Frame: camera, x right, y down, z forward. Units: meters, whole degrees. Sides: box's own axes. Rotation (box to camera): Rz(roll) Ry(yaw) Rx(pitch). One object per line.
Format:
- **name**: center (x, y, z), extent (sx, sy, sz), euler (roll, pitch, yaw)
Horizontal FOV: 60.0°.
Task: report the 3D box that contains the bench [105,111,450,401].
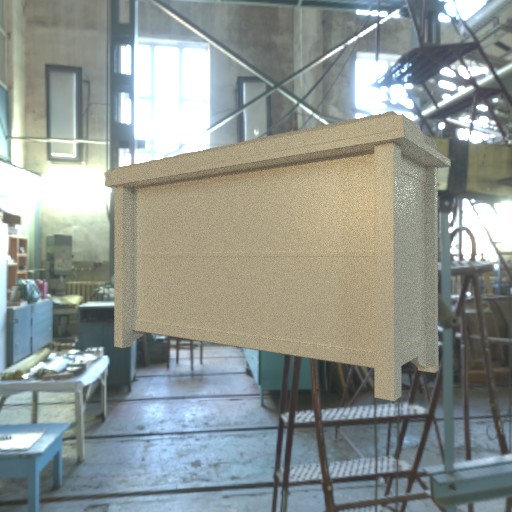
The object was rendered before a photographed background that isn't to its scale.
- **bench**: center (0.000, 0.000, 1.294), extent (0.987, 0.589, 0.346), euler (0, 0, 37)
